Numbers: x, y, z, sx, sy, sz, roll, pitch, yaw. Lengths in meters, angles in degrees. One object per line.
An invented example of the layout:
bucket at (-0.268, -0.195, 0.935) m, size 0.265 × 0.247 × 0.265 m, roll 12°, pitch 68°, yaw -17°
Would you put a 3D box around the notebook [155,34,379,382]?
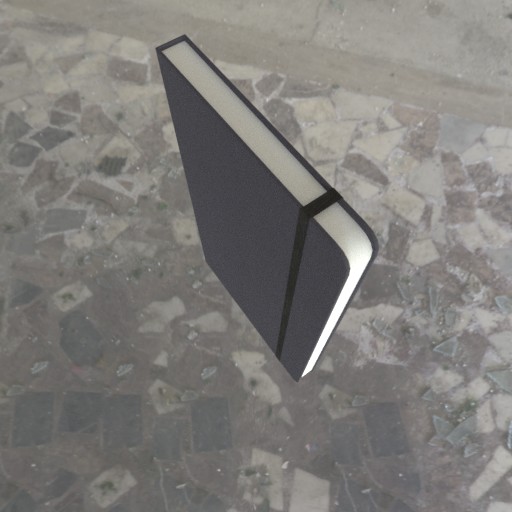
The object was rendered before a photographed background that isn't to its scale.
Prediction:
notebook at (0.000, 0.000, 0.264) m, size 0.016 × 0.213 × 0.127 m, roll -33°, pitch 68°, yaw -15°
